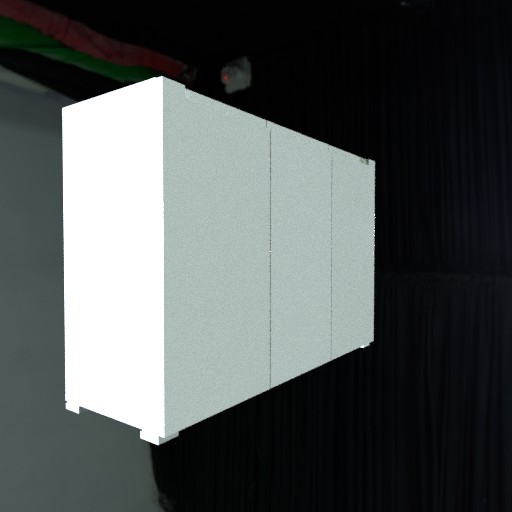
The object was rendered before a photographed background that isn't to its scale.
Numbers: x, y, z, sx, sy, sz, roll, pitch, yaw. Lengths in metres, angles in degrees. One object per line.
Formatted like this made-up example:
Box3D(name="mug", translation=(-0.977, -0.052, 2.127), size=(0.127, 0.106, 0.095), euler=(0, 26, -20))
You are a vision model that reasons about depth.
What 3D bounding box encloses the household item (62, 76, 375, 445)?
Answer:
Box3D(name="household item", translation=(0.000, 0.000, 1.679), size=(0.420, 0.867, 1.300), euler=(1, 2, 36))
